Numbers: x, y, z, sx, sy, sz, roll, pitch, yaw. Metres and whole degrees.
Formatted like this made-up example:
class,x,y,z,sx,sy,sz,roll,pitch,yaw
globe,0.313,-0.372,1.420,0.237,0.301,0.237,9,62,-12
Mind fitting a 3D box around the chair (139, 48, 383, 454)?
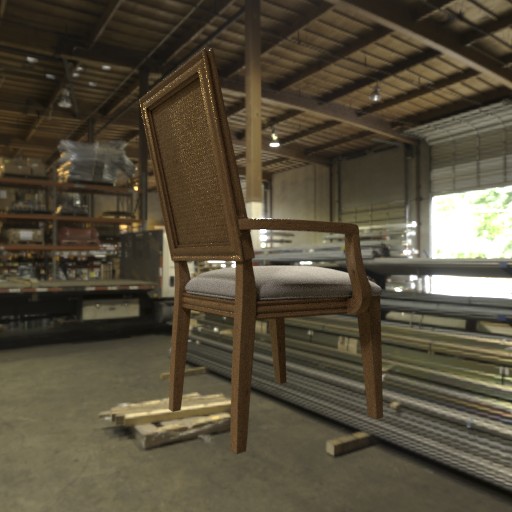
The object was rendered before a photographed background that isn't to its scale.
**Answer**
class,x,y,z,sx,sy,sz,roll,pitch,yaw
chair,0.000,0.000,1.388,0.602,0.990,0.606,0,0,-36
